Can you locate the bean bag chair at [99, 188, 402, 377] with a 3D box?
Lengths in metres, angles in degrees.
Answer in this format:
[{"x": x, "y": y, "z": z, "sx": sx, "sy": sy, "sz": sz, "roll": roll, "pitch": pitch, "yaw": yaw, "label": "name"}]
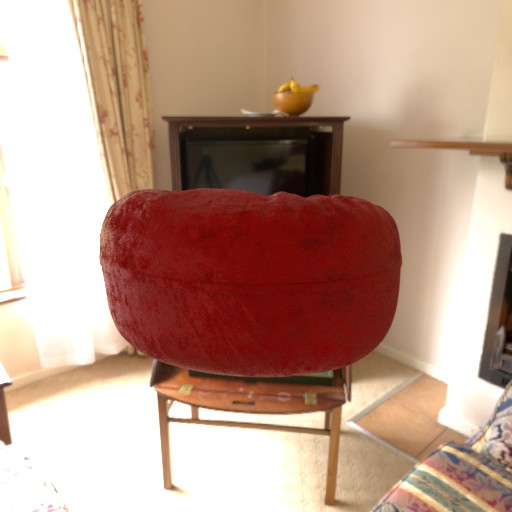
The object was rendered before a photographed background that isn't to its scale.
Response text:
[{"x": 0.000, "y": 0.000, "z": 2.489, "sx": 1.524, "sy": 0.878, "sz": 1.524, "roll": 3, "pitch": 16, "yaw": 9, "label": "bean bag chair"}]
